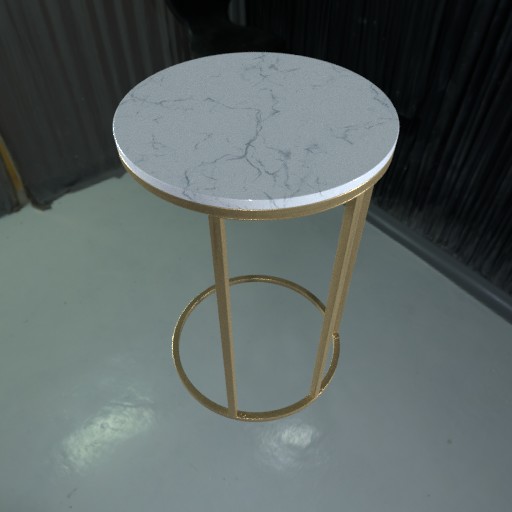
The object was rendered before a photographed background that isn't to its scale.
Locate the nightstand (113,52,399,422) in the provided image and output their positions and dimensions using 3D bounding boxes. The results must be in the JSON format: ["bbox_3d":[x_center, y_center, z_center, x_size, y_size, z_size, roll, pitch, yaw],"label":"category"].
[{"bbox_3d":[0.000,0.000,0.856,0.400,0.610,0.400,-32,55,-27],"label":"nightstand"}]
